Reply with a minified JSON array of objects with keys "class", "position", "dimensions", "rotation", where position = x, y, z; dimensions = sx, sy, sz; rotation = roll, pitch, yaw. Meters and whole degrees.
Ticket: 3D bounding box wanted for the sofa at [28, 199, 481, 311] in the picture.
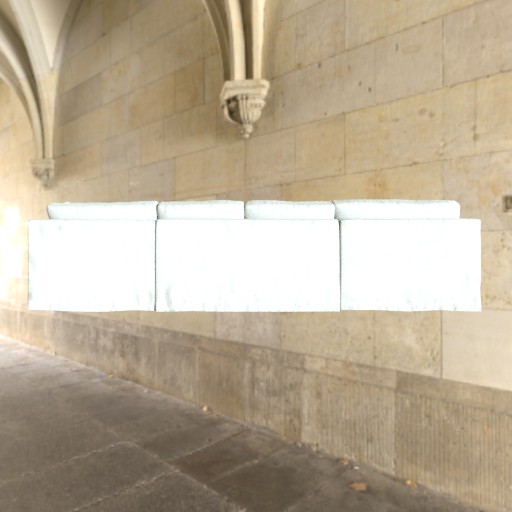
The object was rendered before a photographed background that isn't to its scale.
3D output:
[{"class":"sofa","position":[0.000,0.000,4.521],"dimensions":[3.434,0.869,2.440],"rotation":[0,-1,0]}]
